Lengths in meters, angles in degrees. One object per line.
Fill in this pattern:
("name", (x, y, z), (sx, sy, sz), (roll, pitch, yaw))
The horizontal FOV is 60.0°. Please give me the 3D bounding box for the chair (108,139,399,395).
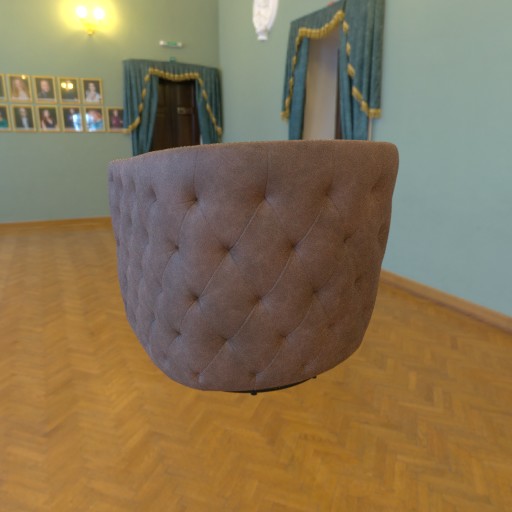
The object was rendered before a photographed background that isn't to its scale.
("chair", (0.000, 0.000, 1.558), (0.850, 0.790, 0.870), (-7, 16, -26))
